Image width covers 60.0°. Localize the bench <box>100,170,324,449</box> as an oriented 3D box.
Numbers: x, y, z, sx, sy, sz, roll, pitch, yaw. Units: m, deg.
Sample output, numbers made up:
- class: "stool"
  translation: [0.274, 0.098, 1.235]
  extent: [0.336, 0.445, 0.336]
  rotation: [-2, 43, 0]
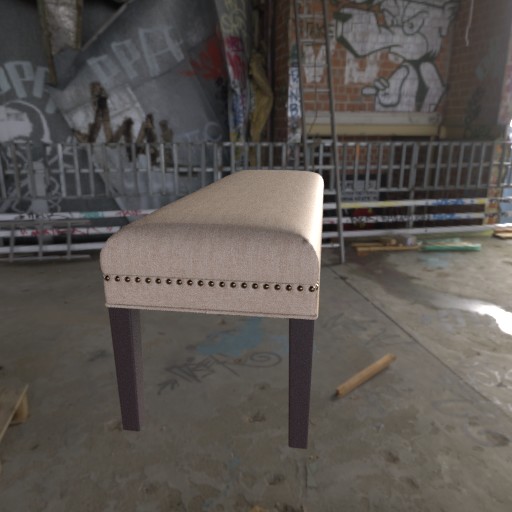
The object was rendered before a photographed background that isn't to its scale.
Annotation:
- class: "bench"
  translation: [0.000, 0.000, 1.418]
  extent: [0.410, 0.457, 1.219]
  rotation: [2, 16, 8]
